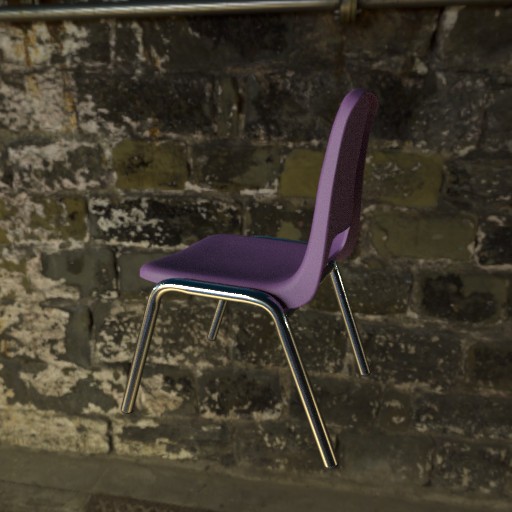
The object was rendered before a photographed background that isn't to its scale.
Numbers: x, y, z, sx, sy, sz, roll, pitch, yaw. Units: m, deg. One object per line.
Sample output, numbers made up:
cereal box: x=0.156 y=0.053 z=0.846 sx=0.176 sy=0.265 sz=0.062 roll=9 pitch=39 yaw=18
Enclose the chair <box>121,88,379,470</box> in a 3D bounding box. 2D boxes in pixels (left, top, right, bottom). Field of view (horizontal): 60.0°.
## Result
chair: x=0.000 y=0.000 z=0.844 sx=0.419 sy=0.584 sz=0.356 roll=7 pitch=17 yaw=23
